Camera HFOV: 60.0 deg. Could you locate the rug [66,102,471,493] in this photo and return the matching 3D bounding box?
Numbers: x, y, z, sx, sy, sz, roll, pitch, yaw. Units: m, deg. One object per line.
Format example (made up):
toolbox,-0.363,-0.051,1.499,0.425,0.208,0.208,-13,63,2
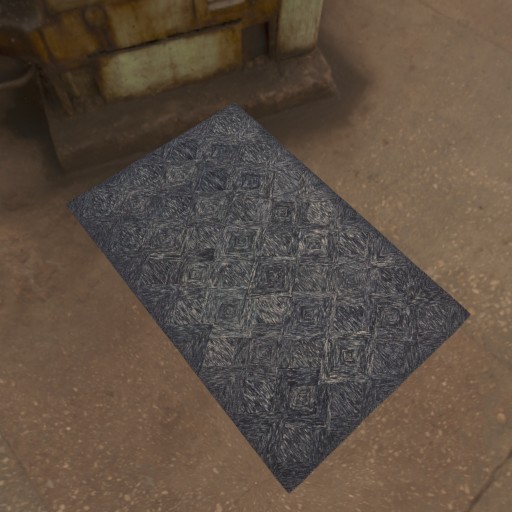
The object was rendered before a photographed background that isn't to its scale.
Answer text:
rug,0.000,0.000,2.184,1.139,0.010,1.754,-37,69,-17
